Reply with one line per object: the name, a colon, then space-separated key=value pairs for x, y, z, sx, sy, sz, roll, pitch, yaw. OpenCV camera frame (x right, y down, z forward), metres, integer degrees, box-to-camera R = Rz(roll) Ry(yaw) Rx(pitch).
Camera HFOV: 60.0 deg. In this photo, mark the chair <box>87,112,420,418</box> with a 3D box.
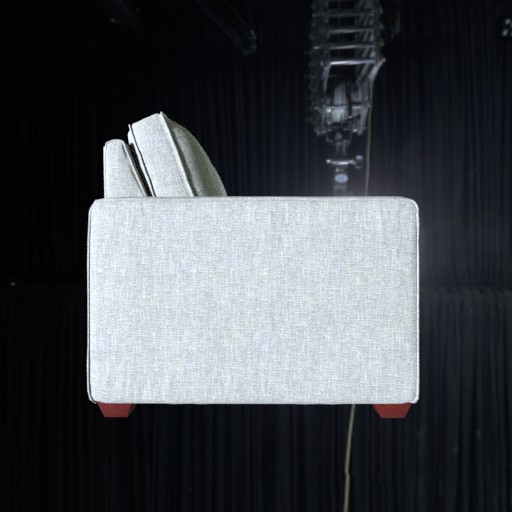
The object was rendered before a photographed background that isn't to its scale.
chair: x=0.000 y=0.000 z=1.699 sx=0.940 sy=0.914 sz=1.016 roll=0 pitch=0 yaw=0
